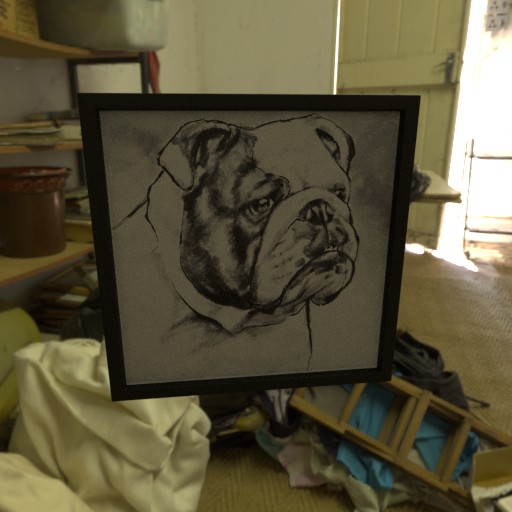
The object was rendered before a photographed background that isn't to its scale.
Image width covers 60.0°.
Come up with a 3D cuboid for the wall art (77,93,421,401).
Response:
[{"bbox_3d":[0.000,0.000,0.660,0.456,0.453,0.022,-2,17,-7],"label":"wall art"}]
